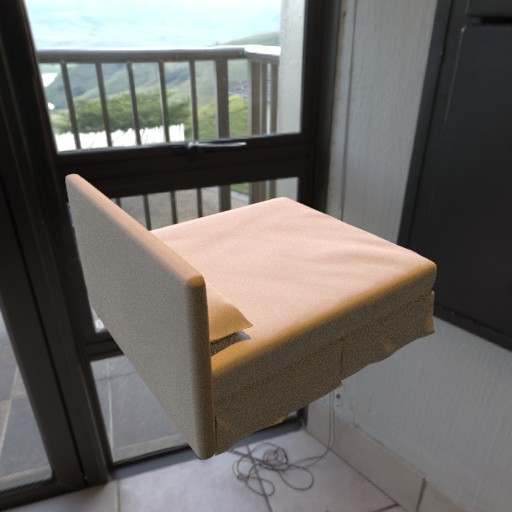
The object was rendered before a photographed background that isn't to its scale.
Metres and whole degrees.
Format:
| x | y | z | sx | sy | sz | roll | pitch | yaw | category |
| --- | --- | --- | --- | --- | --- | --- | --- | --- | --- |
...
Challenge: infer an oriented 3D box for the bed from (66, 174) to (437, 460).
| x | y | z | sx | sy | sz | roll | pitch | yaw | category |
| --- | --- | --- | --- | --- | --- | --- | --- | --- | --- |
| 0.000 | 0.000 | 3.656 | 2.319 | 1.317 | 2.119 | -19 | 33 | -31 | bed |
